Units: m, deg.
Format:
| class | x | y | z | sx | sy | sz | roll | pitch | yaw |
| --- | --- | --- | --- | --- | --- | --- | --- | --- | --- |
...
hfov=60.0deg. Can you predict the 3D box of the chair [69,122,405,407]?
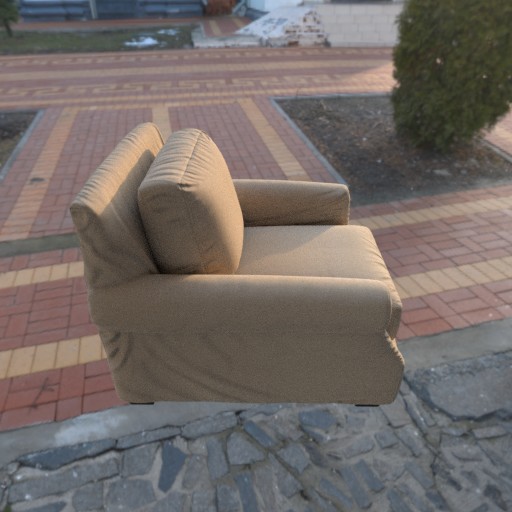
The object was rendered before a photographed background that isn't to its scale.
| class | x | y | z | sx | sy | sz | roll | pitch | yaw |
| --- | --- | --- | --- | --- | --- | --- | --- | --- | --- |
| chair | 0.000 | 0.000 | 1.748 | 1.066 | 0.866 | 0.940 | 0 | 32 | 1 |
